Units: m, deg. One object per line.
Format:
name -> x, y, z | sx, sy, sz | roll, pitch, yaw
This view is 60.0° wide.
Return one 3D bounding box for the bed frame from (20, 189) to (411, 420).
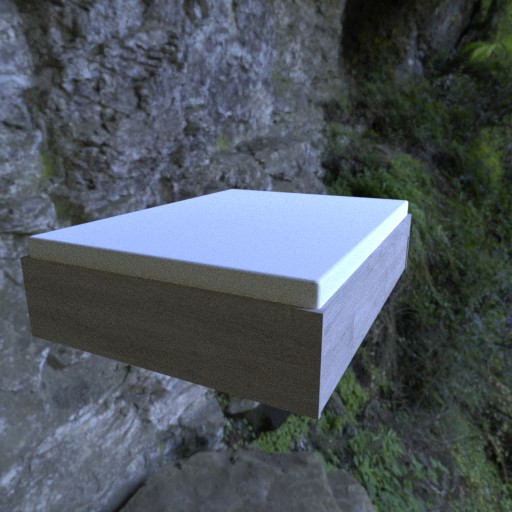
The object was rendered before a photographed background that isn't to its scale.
bed frame -> 0.000, 0.000, 2.599 | 1.448, 0.490, 1.944 | 8, 18, 25
